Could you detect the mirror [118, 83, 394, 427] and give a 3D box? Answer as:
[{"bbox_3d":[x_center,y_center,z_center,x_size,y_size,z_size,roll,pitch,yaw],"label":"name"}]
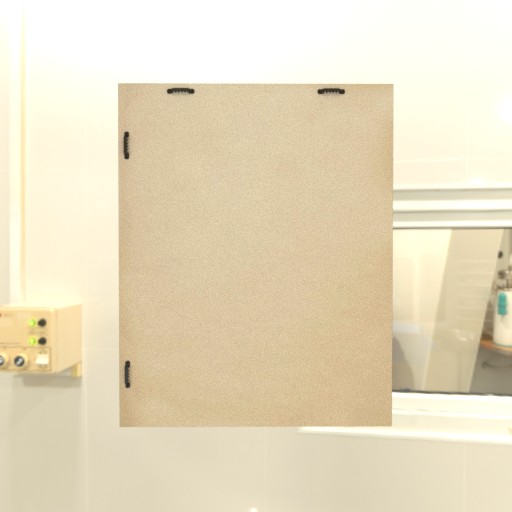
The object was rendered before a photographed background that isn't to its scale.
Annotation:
[{"bbox_3d":[0.000,0.000,0.670,0.405,0.508,0.041,0,1,0],"label":"mirror"}]
